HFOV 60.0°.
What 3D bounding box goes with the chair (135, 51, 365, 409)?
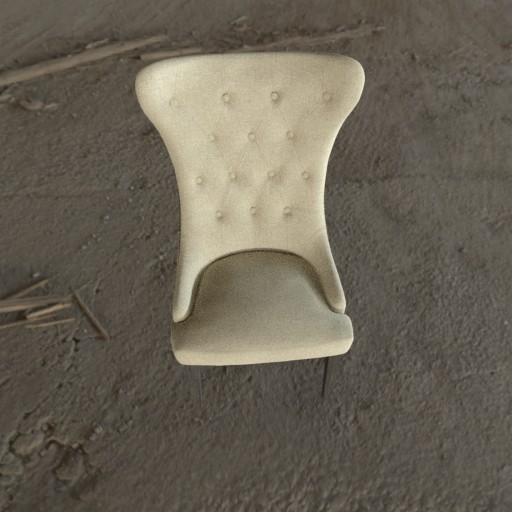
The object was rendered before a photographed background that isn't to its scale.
[{"bbox_3d":[0.000,0.000,1.391,0.584,1.065,0.590,-3,48,-3],"label":"chair"}]
